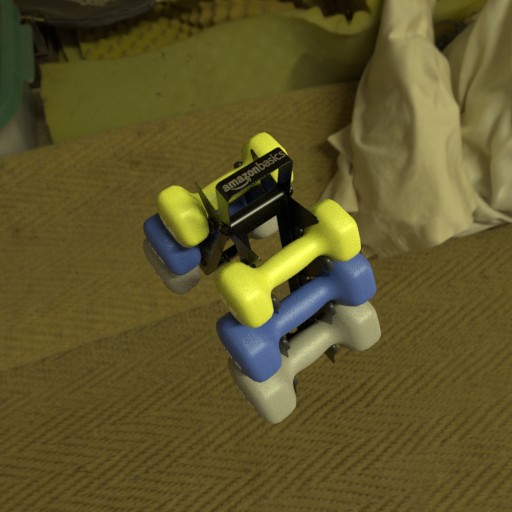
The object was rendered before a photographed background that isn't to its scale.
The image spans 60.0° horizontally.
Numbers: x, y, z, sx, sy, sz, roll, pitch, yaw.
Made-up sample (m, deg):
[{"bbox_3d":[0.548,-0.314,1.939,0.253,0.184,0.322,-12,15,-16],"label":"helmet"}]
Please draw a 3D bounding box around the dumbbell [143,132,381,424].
[{"bbox_3d":[0.000,0.000,0.693,0.261,0.426,0.416,-34,68,-16],"label":"dumbbell"}]
